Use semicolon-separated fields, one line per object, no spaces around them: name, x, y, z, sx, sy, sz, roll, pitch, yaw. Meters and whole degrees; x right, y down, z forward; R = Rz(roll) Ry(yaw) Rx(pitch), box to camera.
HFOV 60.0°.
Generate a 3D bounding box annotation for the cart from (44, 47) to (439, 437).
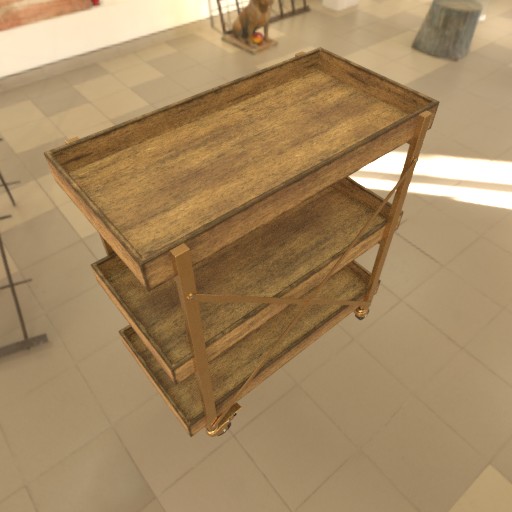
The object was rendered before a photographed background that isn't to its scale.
cart;0.000;0.000;1.208;0.750;0.799;0.416;-31;55;-25
